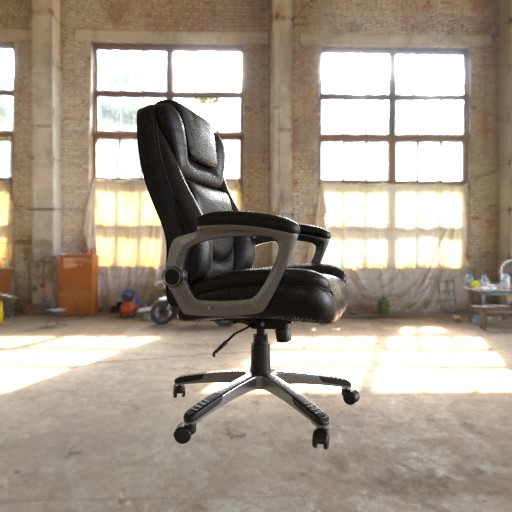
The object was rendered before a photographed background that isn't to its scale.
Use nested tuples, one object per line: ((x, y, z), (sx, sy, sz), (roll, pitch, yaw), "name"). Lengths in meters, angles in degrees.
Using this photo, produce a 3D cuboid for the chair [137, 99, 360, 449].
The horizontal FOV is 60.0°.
((0.000, 0.000, 1.557), (0.689, 1.075, 0.697), (0, 1, 18), "chair")
